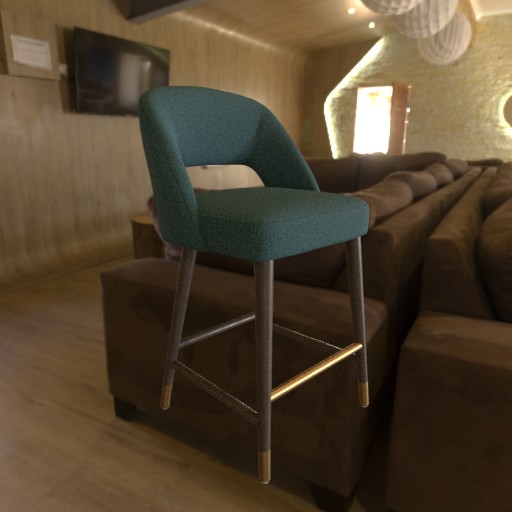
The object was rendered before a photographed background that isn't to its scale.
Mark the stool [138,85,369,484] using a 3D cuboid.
[{"bbox_3d":[0.000,0.000,1.257,0.522,0.939,0.536,14,20,43],"label":"stool"}]
